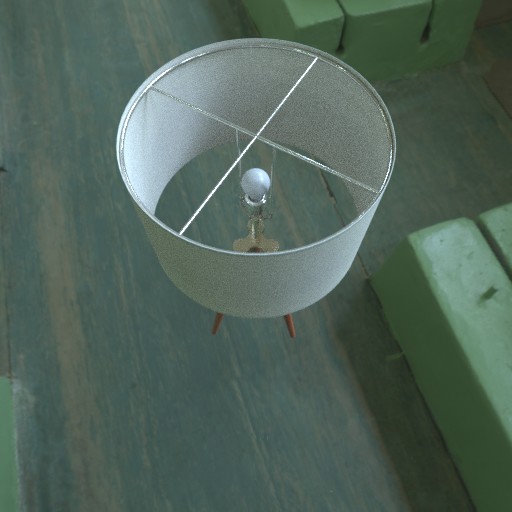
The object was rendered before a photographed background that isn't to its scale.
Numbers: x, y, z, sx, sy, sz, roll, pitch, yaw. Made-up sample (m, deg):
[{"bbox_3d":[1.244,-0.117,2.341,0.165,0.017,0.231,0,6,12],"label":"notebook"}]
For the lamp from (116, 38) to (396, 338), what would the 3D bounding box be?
[{"bbox_3d":[0.000,0.000,0.883,0.354,0.709,0.355,-17,65,-8],"label":"lamp"}]
